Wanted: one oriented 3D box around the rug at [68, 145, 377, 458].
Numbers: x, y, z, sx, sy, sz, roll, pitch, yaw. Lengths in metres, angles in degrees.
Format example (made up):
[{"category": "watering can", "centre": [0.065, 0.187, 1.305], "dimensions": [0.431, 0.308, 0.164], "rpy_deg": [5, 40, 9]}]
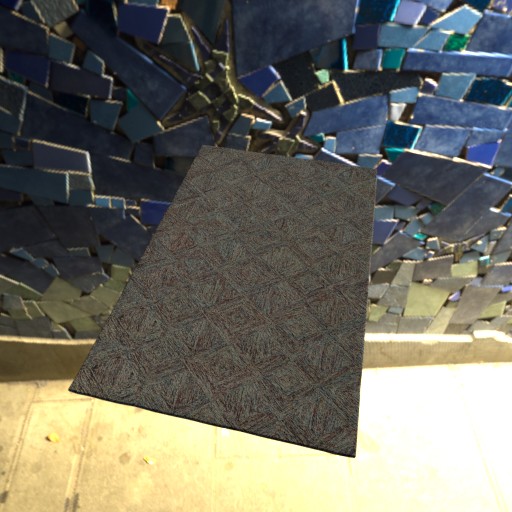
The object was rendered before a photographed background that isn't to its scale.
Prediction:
[{"category": "rug", "centre": [0.000, 0.000, 2.257], "dimensions": [1.143, 0.014, 1.761], "rpy_deg": [10, 49, 9]}]
